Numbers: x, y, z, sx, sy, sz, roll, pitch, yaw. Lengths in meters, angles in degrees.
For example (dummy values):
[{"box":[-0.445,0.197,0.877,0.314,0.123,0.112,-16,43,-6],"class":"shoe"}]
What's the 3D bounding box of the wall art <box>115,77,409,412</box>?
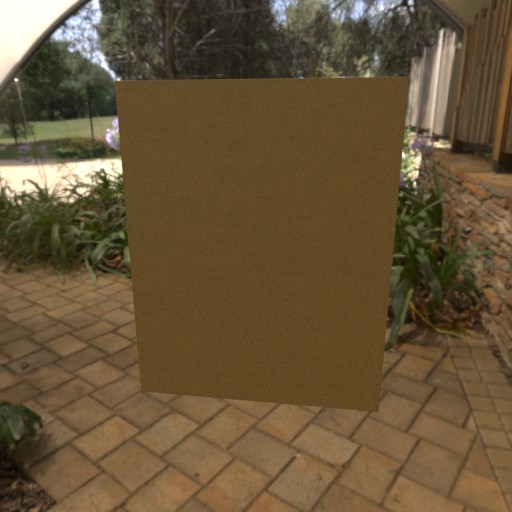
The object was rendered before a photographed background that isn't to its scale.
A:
[{"box":[0.000,0.000,1.347,0.798,1.002,0.030,2,17,8],"class":"wall art"}]
